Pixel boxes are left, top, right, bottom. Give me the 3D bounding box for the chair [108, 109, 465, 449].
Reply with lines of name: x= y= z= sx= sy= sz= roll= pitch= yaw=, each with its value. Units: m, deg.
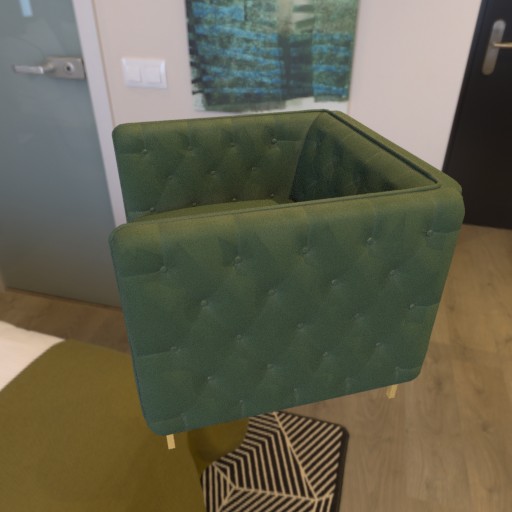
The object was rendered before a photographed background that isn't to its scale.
chair: x=0.000 y=0.000 z=1.515 sx=0.855 sy=0.768 sz=0.917 roll=-8 pitch=33 yaw=-13
